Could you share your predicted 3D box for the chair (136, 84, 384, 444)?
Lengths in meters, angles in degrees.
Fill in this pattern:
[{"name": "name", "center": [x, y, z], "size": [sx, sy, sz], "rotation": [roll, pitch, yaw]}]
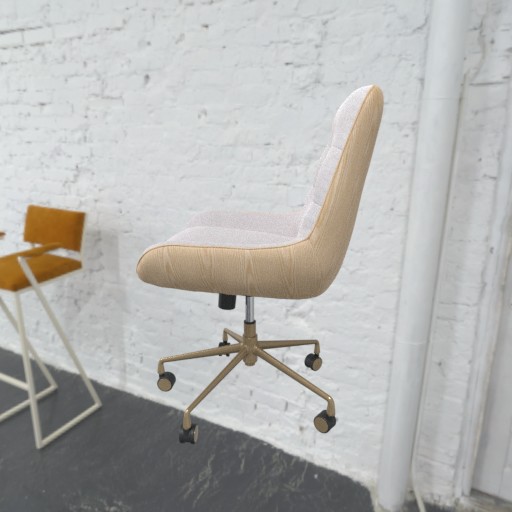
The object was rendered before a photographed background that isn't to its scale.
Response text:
[{"name": "chair", "center": [0.000, 0.000, 1.345], "size": [0.668, 0.952, 0.564], "rotation": [2, 15, 7]}]
